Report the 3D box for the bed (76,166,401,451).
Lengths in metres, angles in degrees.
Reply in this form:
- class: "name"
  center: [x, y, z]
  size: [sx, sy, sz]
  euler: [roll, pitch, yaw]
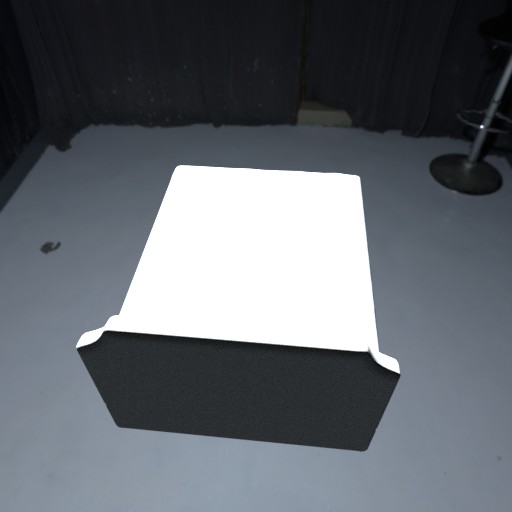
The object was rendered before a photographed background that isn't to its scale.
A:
- class: "bed"
  center: [0.000, 0.000, 3.596]
  size: [1.977, 1.293, 2.498]
  euler: [4, 46, 4]
